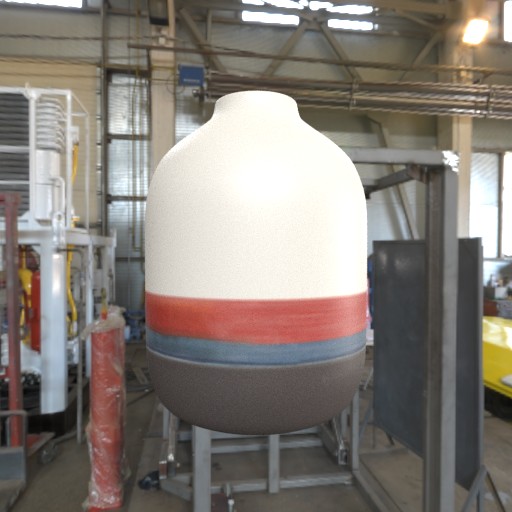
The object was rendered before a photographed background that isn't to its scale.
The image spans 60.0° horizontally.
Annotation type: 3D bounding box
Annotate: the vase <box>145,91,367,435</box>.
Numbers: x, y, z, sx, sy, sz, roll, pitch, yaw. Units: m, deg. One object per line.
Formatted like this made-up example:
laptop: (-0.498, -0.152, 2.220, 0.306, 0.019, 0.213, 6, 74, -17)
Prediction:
vase: (0.000, 0.000, 0.348, 0.169, 0.237, 0.169, 0, 1, 0)
